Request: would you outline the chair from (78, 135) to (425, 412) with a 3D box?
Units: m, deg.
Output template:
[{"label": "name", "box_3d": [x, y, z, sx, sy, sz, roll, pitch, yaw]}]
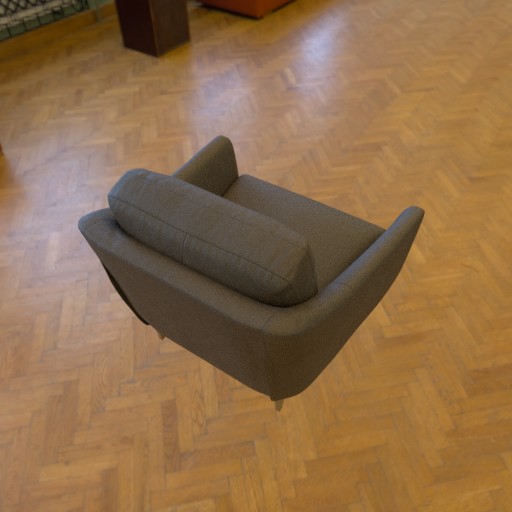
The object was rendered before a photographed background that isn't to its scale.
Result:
[{"label": "chair", "box_3d": [0.000, 0.000, 1.741, 0.988, 0.901, 0.961, 25, 52, 22]}]
